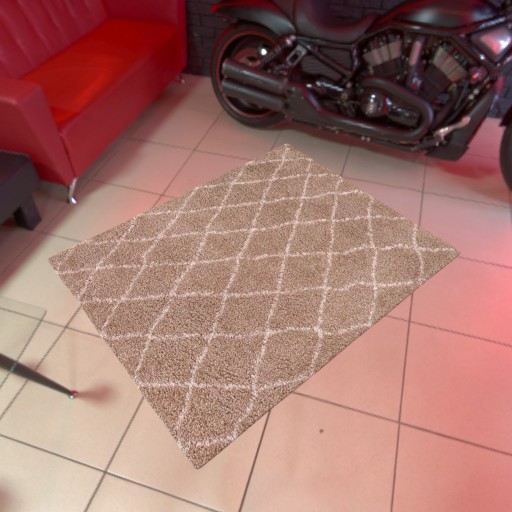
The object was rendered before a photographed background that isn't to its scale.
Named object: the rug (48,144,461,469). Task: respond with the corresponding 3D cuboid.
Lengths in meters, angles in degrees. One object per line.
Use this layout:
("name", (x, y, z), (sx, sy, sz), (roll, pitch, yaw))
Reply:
("rug", (0.000, 0.000, 4.168), (3.047, 0.029, 2.438), (-31, 54, -26))
